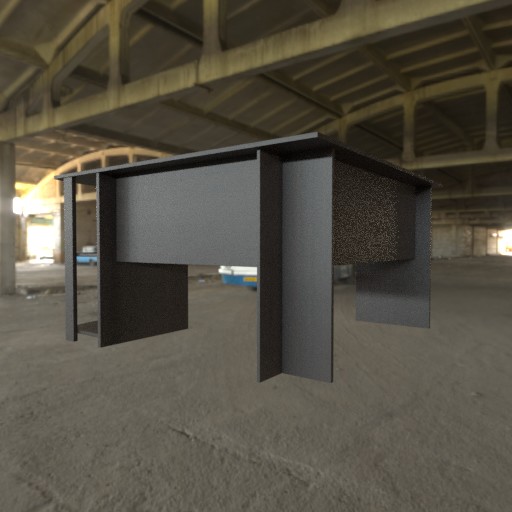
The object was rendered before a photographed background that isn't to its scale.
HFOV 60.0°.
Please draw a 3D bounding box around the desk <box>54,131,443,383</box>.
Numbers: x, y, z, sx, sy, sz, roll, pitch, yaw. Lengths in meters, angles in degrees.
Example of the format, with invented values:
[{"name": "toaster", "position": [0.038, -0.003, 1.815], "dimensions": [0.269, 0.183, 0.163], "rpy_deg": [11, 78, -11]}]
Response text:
[{"name": "desk", "position": [0.000, 0.000, 2.107], "dimensions": [1.361, 0.716, 1.303], "rpy_deg": [1, 2, 36]}]
